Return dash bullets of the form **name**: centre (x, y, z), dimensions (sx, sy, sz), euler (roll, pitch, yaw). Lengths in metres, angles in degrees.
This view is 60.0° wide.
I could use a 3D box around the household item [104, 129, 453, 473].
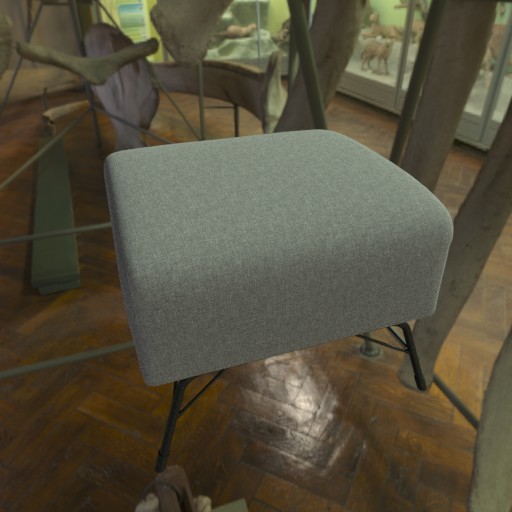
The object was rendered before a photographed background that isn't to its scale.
- **household item**: centre (0.000, 0.000, 0.892), dimensions (0.530, 0.410, 0.530), euler (-11, 34, -16)
